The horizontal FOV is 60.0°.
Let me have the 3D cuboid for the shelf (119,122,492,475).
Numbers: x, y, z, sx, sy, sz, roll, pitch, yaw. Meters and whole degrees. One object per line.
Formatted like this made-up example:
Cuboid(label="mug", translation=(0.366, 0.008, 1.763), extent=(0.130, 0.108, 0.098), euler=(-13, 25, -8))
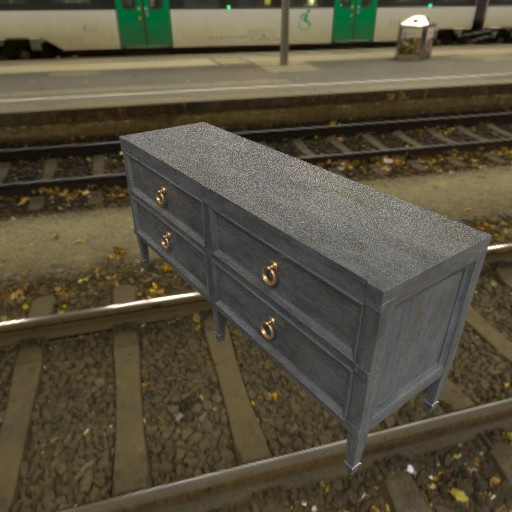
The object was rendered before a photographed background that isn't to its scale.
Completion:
Cuboid(label="shelf", translation=(0.000, 0.000, 1.846), extent=(0.479, 0.719, 1.575), euler=(-21, 36, -31))
